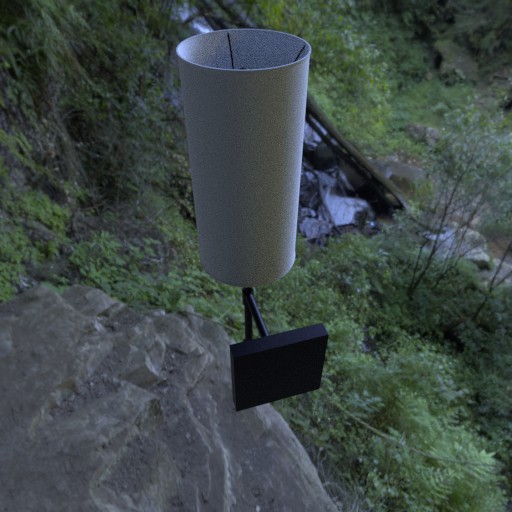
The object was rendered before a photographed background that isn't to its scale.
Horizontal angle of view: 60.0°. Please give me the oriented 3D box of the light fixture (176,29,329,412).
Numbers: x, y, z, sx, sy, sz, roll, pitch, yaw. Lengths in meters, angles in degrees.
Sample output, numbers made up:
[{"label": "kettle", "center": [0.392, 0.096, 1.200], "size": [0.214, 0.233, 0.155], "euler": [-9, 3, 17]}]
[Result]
[{"label": "light fixture", "center": [0.000, 0.000, 0.546], "size": [0.128, 0.462, 0.208], "euler": [-11, 42, -13]}]
